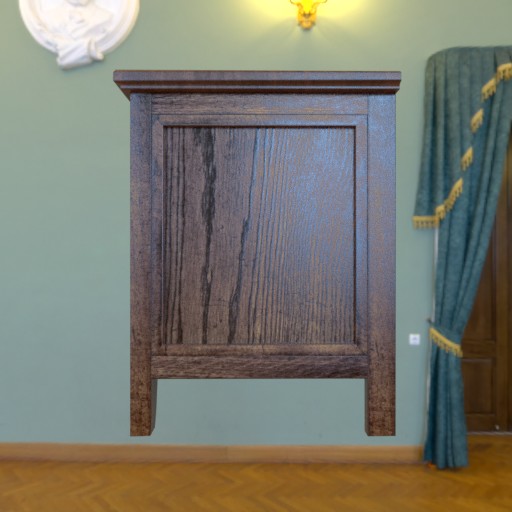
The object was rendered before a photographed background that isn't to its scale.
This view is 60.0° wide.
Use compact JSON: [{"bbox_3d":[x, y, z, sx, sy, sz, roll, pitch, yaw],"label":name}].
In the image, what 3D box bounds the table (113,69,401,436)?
[{"bbox_3d":[0.000,0.000,0.999,0.461,0.597,0.586,0,0,0],"label":"table"}]
